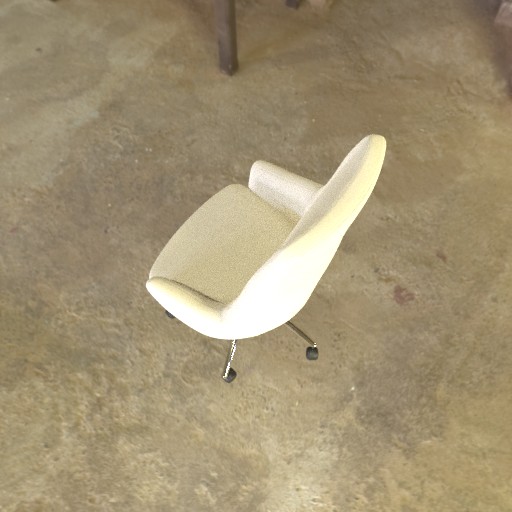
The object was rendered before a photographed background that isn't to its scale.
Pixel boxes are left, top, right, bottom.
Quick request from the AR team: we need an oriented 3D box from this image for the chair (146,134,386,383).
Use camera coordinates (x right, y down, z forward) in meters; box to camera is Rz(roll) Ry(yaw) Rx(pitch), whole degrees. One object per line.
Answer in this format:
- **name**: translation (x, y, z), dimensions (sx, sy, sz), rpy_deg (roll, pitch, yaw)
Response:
- **chair**: translation (0.000, 0.000, 1.455), dimensions (0.640, 1.049, 0.620), rpy_deg (32, 66, 16)
